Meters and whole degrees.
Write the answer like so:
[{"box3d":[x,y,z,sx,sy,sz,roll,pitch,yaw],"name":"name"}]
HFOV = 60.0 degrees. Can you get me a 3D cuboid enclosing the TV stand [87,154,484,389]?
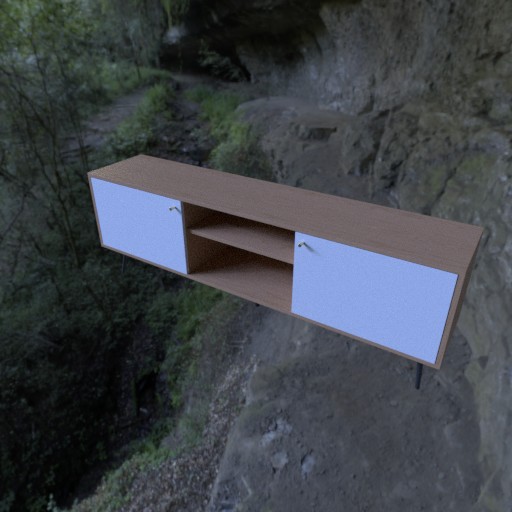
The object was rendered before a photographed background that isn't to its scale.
[{"box3d":[0.000,0.000,2.056,1.760,0.580,0.400,17,34,28],"name":"TV stand"}]
